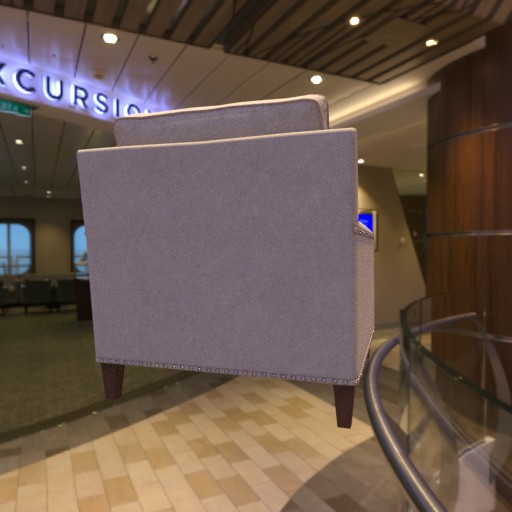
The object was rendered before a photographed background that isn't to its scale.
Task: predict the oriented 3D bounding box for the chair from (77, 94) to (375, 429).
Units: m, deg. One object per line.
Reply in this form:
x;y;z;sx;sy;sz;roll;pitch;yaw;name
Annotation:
0.000;0.000;1.714;0.853;0.943;1.014;0;1;18;chair
